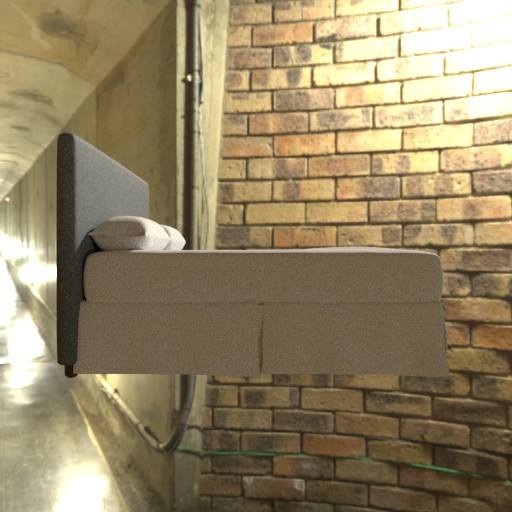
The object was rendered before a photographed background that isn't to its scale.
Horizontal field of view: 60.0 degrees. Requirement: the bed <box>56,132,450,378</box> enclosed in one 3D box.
[{"bbox_3d":[0.000,0.000,3.184,2.142,1.330,1.723,0,0,0],"label":"bed"}]
